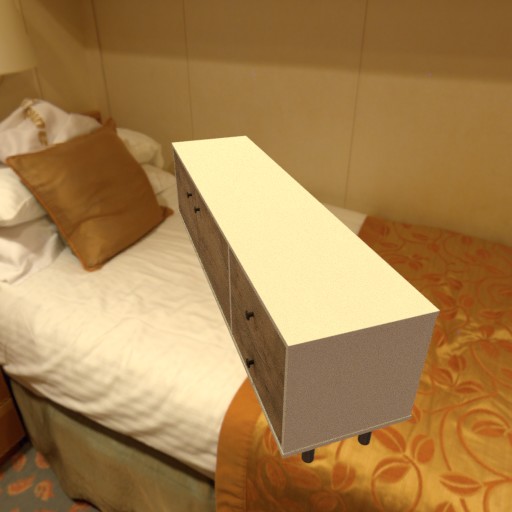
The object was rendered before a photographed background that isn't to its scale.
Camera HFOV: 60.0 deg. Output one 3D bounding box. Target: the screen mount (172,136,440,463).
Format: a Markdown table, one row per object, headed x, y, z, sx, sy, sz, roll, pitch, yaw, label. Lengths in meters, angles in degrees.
| x | y | z | sx | sy | sz | roll | pitch | yaw | label |
| --- | --- | --- | --- | --- | --- | --- | --- | --- | --- |
| 0.000 | 0.000 | 1.814 | 0.418 | 0.520 | 1.600 | -10 | 32 | -16 | screen mount |
